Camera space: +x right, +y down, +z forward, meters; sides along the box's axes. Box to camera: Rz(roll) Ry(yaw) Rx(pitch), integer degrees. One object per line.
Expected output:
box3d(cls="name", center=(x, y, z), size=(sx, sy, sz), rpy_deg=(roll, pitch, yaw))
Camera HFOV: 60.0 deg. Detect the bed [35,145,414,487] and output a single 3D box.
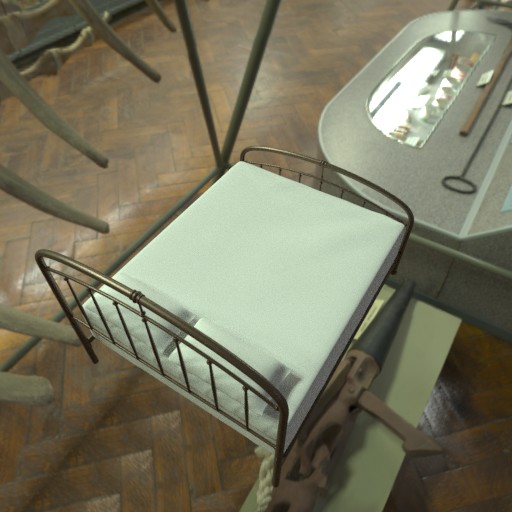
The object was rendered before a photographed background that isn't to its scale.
box3d(cls="bed", center=(0.000, 0.000, 3.226), size=(1.711, 1.475, 2.168), rpy_deg=(25, 53, 21))
